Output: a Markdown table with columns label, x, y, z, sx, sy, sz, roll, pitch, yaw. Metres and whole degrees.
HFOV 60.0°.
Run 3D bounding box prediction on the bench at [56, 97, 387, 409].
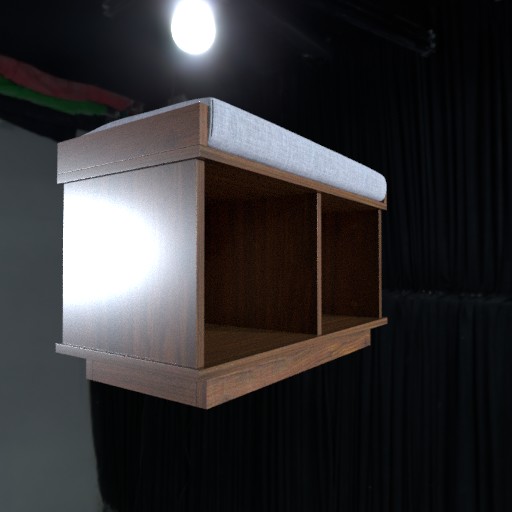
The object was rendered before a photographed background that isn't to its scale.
| label | x | y | z | sx | sy | sz | roll | pitch | yaw |
| --- | --- | --- | --- | --- | --- | --- | --- | --- | --- |
| bench | 0.000 | 0.000 | 0.995 | 0.362 | 0.461 | 0.734 | -1 | -1 | 36 |
